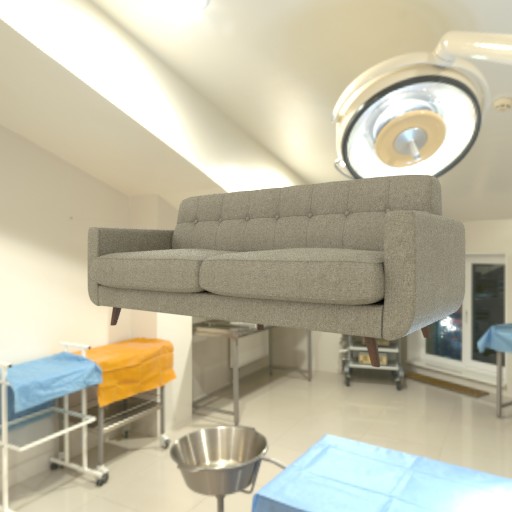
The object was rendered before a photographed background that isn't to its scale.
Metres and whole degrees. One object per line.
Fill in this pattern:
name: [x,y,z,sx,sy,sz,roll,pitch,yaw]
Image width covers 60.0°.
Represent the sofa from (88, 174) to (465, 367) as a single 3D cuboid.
sofa: [0.000,0.000,2.564,2.055,0.873,0.968,0,1,36]
